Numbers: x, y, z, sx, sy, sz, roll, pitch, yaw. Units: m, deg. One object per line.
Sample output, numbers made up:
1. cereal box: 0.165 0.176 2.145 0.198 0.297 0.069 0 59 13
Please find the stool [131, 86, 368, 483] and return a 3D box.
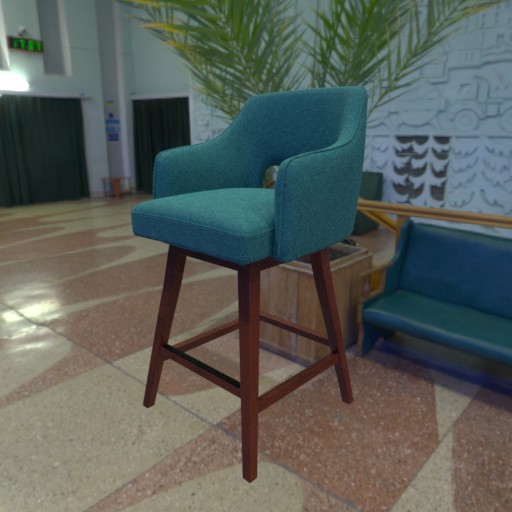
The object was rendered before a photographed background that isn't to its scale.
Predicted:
1. stool: 0.000 0.000 1.304 0.548 0.961 0.556 14 21 41
